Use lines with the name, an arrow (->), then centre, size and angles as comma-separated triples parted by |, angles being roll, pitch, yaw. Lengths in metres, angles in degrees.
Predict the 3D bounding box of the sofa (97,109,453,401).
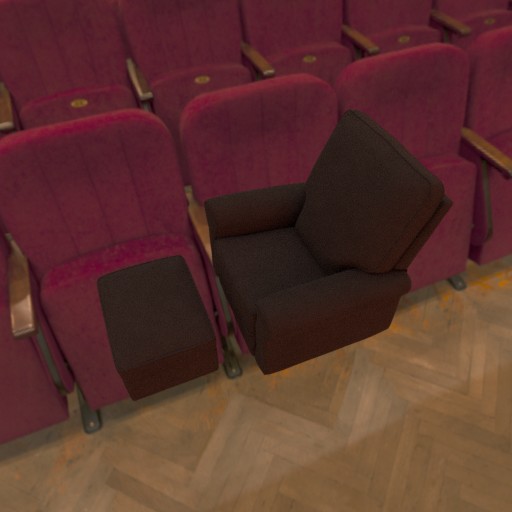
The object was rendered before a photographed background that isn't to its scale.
sofa -> 0.000, 0.000, 2.083 | 1.478, 0.959, 0.880 | -17, 50, -15
